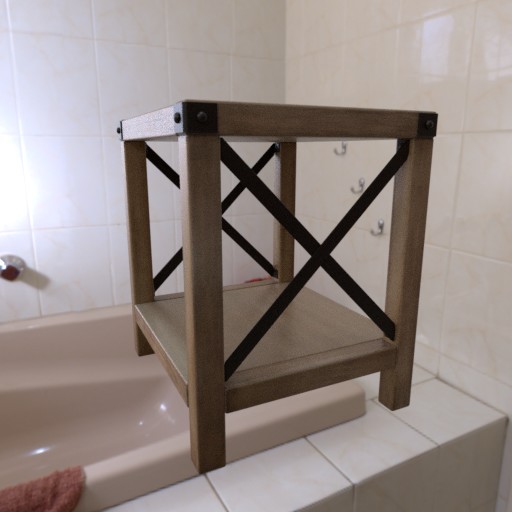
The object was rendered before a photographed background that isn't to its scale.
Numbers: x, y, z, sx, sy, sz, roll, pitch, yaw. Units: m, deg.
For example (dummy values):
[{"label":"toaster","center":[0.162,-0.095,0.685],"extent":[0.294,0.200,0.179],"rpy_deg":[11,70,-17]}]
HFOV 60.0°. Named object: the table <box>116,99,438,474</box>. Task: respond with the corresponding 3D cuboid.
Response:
[{"label":"table","center":[0.000,0.000,0.932],"extent":[0.459,0.561,0.510],"rpy_deg":[-7,15,-25]}]
